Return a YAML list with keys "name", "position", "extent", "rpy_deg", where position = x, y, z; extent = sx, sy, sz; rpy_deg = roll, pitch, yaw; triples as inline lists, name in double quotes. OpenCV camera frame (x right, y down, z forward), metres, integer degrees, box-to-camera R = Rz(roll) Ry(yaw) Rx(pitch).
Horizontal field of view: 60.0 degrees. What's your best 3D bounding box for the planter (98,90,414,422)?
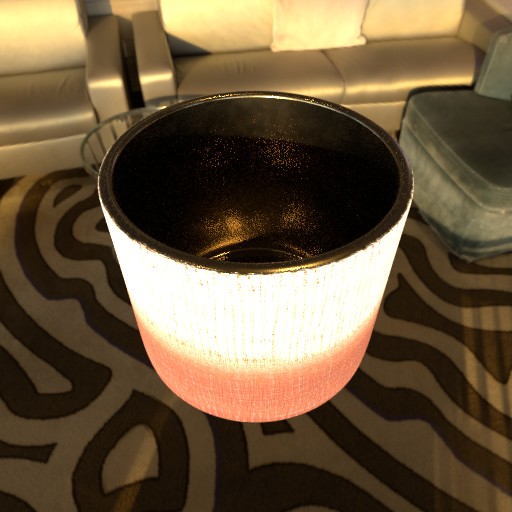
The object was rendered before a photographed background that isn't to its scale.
- name: "planter"
  position: [0.000, 0.000, 0.307]
  extent: [0.178, 0.157, 0.178]
  rpy_deg: [0, 46, 0]
